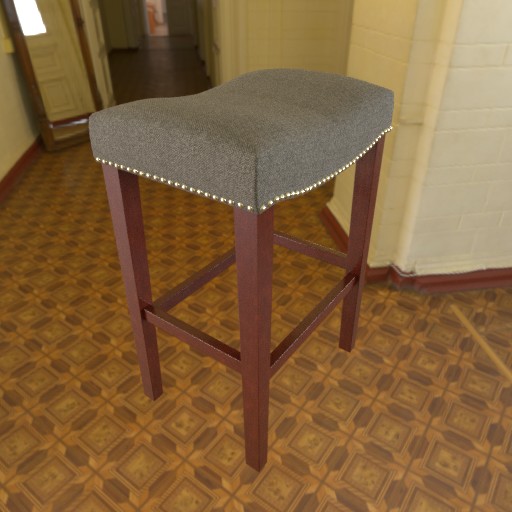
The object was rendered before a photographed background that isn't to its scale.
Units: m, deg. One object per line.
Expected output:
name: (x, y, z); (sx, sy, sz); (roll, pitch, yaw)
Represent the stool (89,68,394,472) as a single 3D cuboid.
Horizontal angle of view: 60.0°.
stool: (0.000, 0.000, 1.021); (0.372, 0.742, 0.504); (21, 38, 30)
